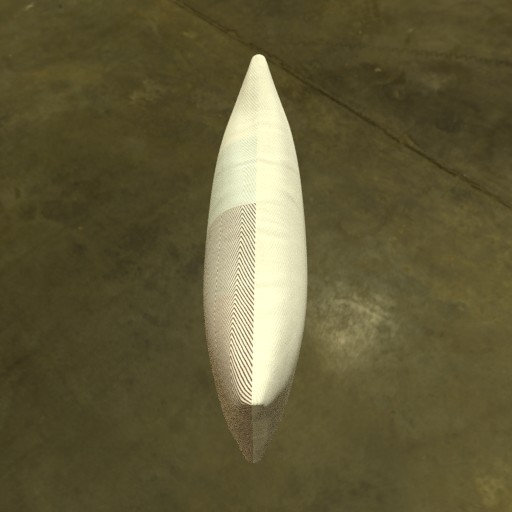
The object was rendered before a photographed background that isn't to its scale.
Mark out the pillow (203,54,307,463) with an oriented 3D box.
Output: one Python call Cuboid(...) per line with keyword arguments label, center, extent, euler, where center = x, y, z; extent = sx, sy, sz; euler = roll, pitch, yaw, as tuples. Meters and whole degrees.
Cuboid(label="pillow", center=(0.000, 0.000, 0.631), extent=(0.139, 0.305, 0.506), euler=(1, 58, 0))
